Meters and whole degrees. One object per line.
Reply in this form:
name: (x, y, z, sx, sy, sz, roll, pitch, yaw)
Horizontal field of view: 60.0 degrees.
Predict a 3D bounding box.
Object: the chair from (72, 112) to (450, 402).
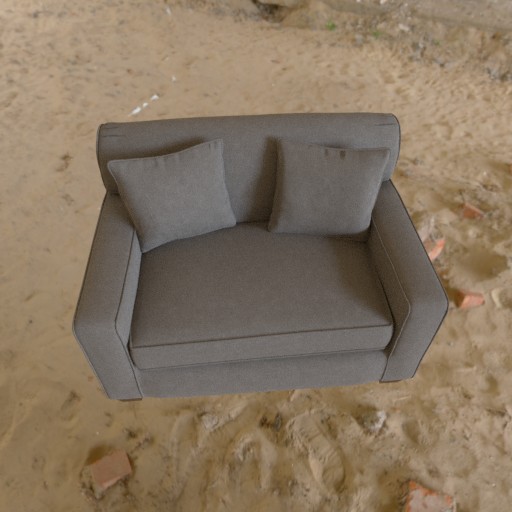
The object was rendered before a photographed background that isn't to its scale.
chair: (0.000, 0.000, 2.017, 1.395, 0.953, 0.992, -3, 47, -3)
